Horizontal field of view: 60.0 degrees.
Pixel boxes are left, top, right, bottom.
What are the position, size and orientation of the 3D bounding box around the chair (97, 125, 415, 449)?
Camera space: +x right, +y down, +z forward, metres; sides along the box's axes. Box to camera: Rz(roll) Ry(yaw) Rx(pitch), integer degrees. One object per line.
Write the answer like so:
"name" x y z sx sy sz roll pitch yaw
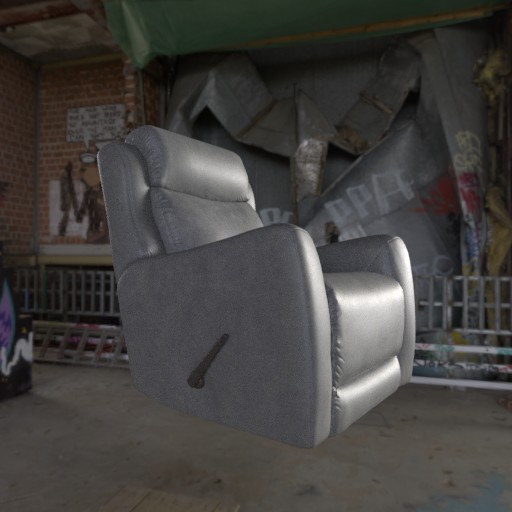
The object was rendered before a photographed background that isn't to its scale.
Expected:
"chair" 0.000 0.000 1.864 1.068 1.116 0.967 -1 -1 37
